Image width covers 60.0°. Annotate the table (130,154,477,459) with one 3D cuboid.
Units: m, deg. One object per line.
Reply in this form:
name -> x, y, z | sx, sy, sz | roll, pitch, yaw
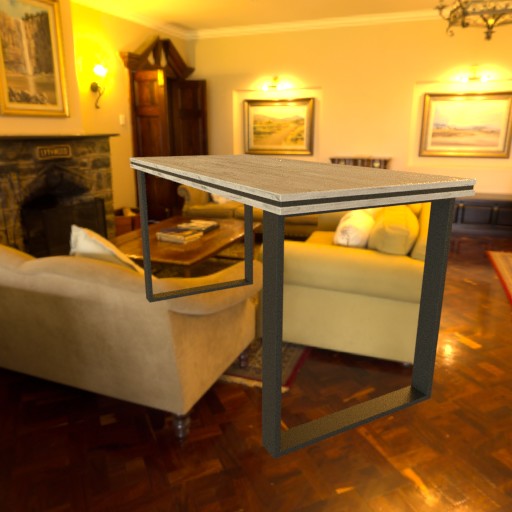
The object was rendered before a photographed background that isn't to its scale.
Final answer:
table -> 0.000, 0.000, 2.240 | 0.795, 0.899, 1.778 | -8, 18, -27
